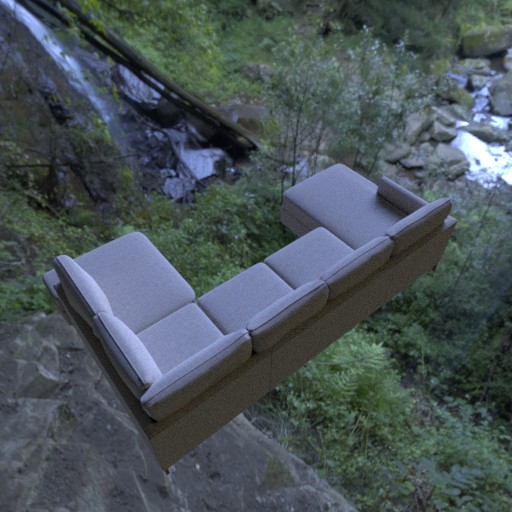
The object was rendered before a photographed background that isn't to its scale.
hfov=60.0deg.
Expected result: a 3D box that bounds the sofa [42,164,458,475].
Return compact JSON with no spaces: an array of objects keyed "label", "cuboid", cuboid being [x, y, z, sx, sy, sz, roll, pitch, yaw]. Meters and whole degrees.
[{"label":"sofa","cuboid":[0.000,0.000,4.239,3.423,0.996,2.021,-30,54,-25]}]
